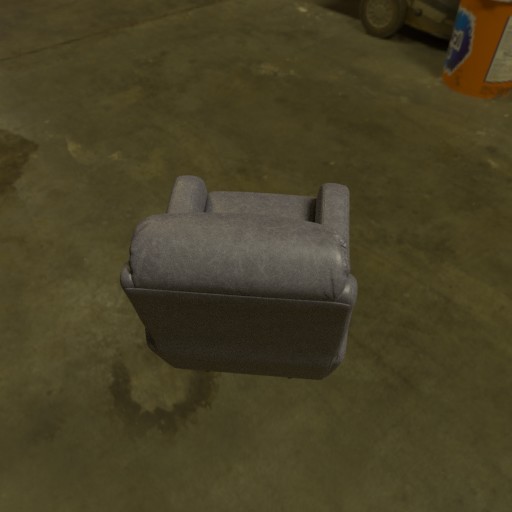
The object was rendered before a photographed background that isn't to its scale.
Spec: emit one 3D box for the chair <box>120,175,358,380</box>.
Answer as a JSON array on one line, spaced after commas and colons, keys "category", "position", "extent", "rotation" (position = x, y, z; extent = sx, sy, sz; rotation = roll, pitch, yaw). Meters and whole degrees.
[{"category": "chair", "position": [0.000, 0.000, 1.882], "extent": [0.865, 1.067, 1.067], "rotation": [4, 47, 4]}]
